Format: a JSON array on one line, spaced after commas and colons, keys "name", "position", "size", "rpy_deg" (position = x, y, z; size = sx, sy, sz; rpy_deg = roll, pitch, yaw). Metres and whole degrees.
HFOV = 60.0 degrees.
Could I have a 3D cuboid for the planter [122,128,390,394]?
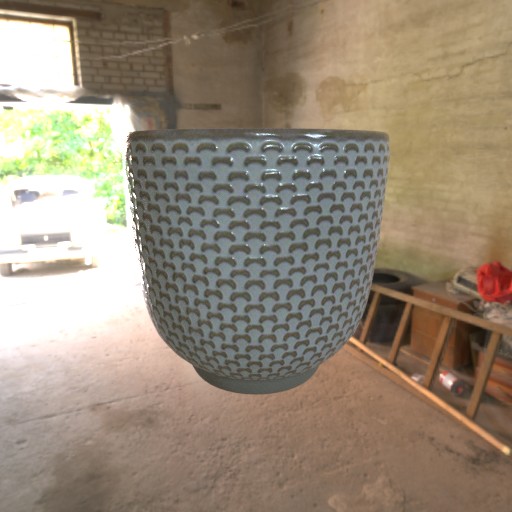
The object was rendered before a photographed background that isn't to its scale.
[{"name": "planter", "position": [0.000, 0.000, 0.358], "size": [0.197, 0.191, 0.197], "rpy_deg": [0, 13, 0]}]
